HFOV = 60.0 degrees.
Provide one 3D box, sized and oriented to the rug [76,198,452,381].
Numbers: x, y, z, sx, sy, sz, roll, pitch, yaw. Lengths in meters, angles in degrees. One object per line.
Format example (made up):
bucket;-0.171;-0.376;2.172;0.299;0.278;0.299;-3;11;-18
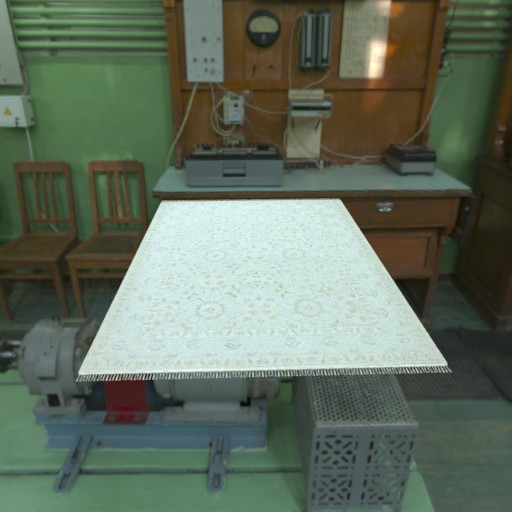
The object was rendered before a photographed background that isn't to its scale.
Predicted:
rug;0.000;0.000;2.780;1.514;0.011;2.233;-1;26;-2
